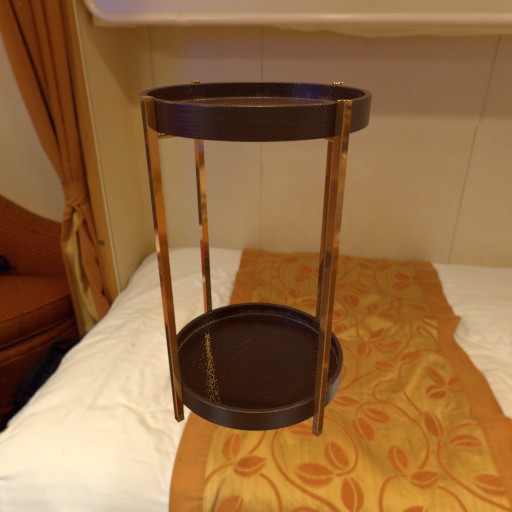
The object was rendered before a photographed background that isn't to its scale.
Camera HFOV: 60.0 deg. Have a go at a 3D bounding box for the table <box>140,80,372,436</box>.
[{"bbox_3d":[0.000,0.000,0.858,0.400,0.610,0.400,-19,32,-33],"label":"table"}]
